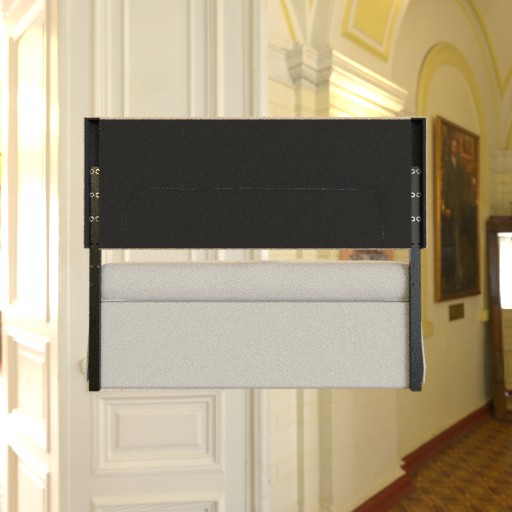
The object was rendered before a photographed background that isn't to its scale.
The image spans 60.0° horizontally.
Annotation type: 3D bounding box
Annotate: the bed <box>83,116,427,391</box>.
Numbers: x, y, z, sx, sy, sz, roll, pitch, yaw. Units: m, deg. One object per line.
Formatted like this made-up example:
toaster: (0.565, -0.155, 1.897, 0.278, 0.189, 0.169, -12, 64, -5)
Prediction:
bed: (0.000, 0.000, 3.012, 1.643, 1.270, 1.978, 0, -1, 0)
